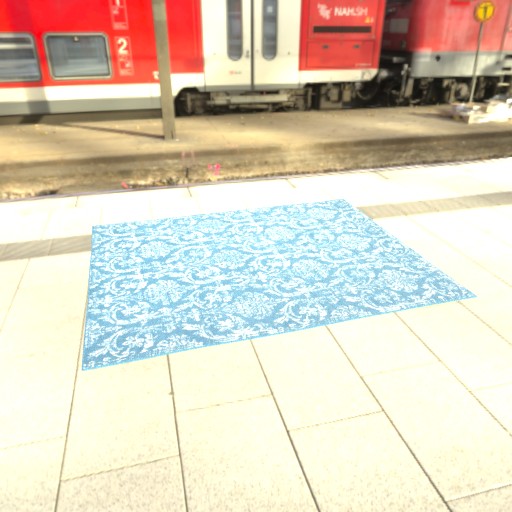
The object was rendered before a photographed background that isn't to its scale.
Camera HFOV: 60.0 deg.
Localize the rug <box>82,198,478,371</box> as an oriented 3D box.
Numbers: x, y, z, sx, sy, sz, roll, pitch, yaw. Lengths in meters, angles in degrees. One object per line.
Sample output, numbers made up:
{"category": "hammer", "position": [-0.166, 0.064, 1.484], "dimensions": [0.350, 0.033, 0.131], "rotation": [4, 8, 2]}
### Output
{"category": "rug", "position": [0.000, 0.000, 4.151], "dimensions": [2.980, 0.012, 2.363], "rotation": [-8, 28, -15]}
